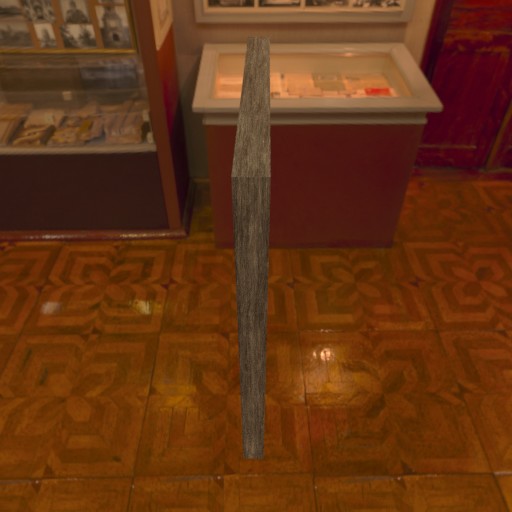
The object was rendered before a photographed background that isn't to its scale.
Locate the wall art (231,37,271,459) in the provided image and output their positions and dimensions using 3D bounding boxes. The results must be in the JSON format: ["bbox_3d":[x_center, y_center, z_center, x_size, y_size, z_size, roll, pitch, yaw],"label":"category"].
[{"bbox_3d":[0.000,0.000,1.333,0.063,1.016,0.762,1,42,1],"label":"wall art"}]
